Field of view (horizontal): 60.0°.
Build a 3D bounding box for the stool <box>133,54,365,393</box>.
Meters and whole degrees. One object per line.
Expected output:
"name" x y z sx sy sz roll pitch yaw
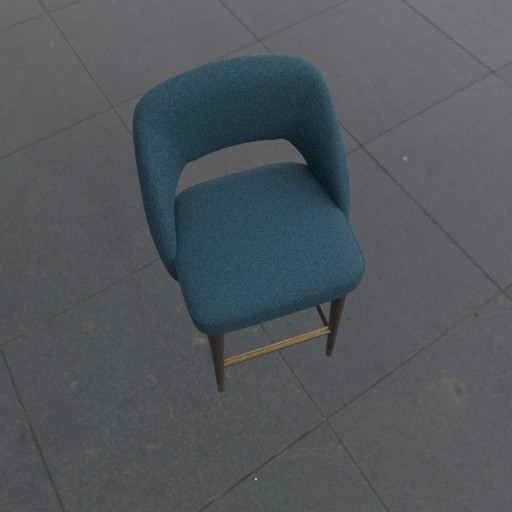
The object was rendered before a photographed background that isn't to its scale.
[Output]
"stool" 0.000 0.000 1.350 0.536 1.032 0.522 -16 64 -8
